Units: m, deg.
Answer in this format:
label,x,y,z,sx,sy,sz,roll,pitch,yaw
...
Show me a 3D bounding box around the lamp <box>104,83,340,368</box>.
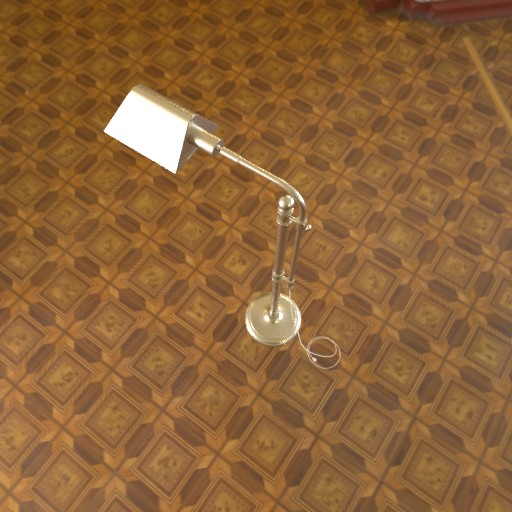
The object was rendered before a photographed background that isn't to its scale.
label,x,y,z,sx,sy,sz,roll,pitch,yaw
lamp,0.000,0.000,0.963,0.546,0.708,0.159,32,69,14
